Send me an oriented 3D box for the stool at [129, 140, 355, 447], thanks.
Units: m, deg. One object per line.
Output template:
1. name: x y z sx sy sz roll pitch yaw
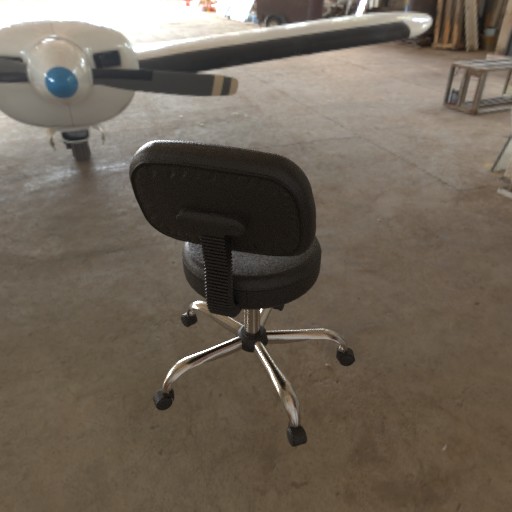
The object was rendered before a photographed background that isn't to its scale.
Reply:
1. stool: 0.000 0.000 1.344 0.673 0.862 0.648 10 34 15
